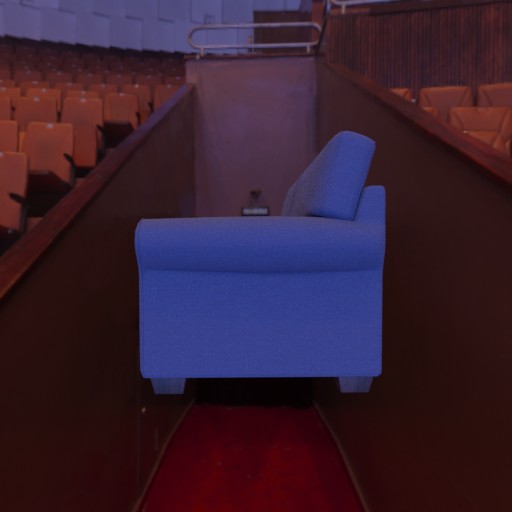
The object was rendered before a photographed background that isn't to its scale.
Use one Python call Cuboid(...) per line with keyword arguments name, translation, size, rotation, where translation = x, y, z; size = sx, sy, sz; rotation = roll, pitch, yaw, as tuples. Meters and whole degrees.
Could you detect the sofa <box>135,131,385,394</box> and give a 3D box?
Cuboid(name="sofa", translation=(0.000, 0.000, 2.576), size=(0.940, 1.020, 1.930), rotation=(0, 2, -1))
